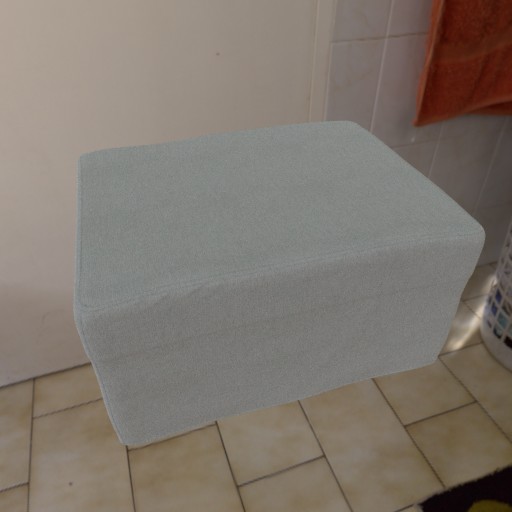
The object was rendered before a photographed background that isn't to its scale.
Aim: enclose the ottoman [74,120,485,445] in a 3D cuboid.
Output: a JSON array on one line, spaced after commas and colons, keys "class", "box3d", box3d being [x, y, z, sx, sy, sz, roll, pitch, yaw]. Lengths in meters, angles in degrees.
[{"class": "ottoman", "box3d": [0.000, 0.000, 1.188, 0.833, 0.461, 0.648, -11, 40, -13]}]
